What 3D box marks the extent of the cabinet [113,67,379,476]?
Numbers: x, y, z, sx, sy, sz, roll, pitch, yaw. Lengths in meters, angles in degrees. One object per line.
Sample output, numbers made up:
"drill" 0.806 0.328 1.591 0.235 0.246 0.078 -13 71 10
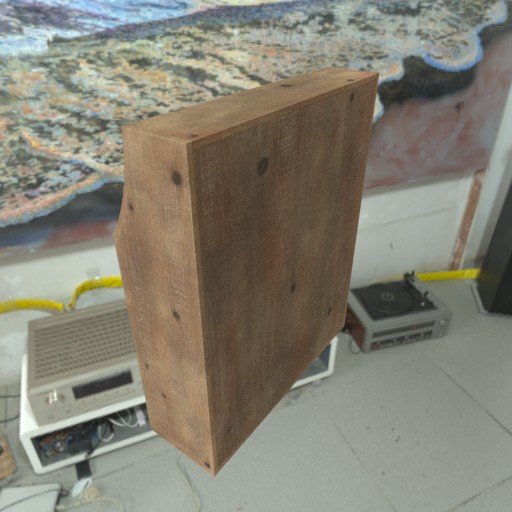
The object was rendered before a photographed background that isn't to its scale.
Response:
"cabinet" 0.000 0.000 0.824 0.184 0.590 0.489 22 38 30
